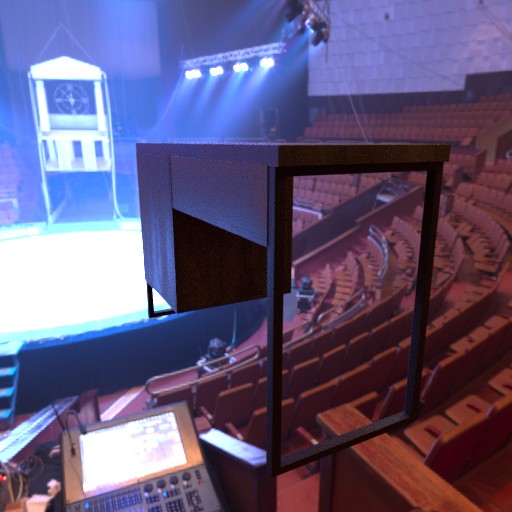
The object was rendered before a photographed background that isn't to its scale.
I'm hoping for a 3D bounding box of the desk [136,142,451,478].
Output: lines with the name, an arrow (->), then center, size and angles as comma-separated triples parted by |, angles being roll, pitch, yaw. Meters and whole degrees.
desk -> 0.000, 0.000, 1.525 | 0.511, 0.752, 1.134 | -8, 16, -27
